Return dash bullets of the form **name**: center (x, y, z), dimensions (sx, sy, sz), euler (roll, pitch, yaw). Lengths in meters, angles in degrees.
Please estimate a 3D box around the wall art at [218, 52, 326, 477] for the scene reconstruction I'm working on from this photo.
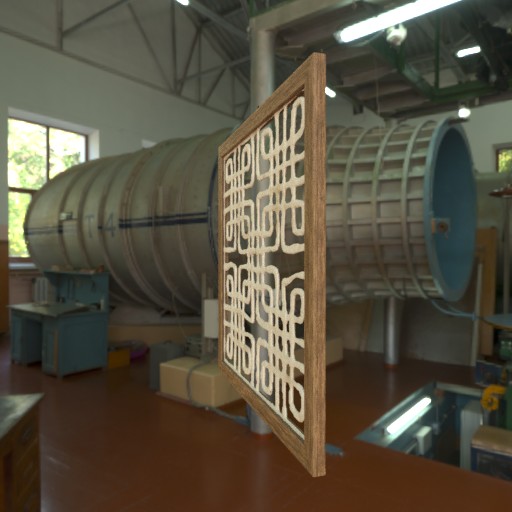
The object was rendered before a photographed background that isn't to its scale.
- **wall art**: center (0.000, 0.000, 0.853), dimensions (0.021, 0.582, 0.561), euler (0, 1, -18)
